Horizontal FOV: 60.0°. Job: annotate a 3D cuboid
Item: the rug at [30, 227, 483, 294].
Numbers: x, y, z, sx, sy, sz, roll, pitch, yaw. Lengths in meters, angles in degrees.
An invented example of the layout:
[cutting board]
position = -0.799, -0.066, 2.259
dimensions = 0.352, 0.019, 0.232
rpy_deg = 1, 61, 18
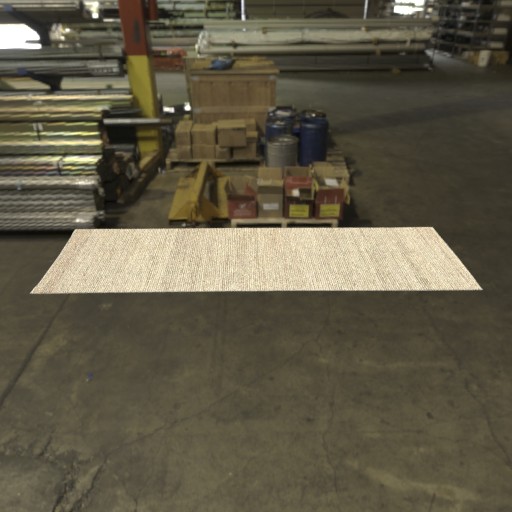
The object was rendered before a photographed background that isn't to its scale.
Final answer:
[rug]
position = 0.000, 0.000, 2.638
dimensions = 2.390, 0.014, 0.741
rpy_deg = 0, 30, -1
